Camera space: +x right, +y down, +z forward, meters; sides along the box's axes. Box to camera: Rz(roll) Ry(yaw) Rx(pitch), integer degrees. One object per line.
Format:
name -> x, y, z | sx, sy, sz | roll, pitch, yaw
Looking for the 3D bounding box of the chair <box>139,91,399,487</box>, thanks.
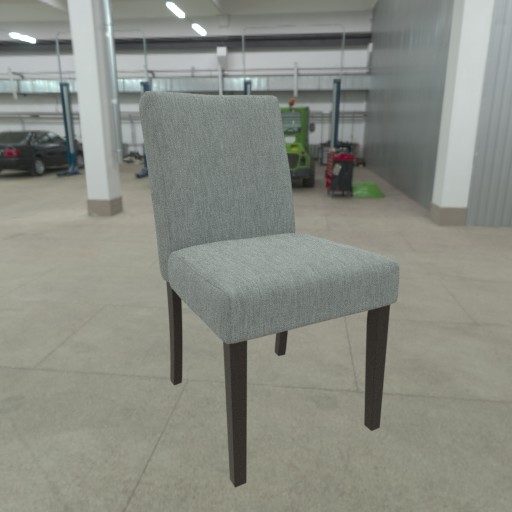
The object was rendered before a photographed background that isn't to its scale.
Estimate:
chair -> 0.000, 0.000, 1.235 | 0.487, 0.884, 0.629 | -9, 18, -27
